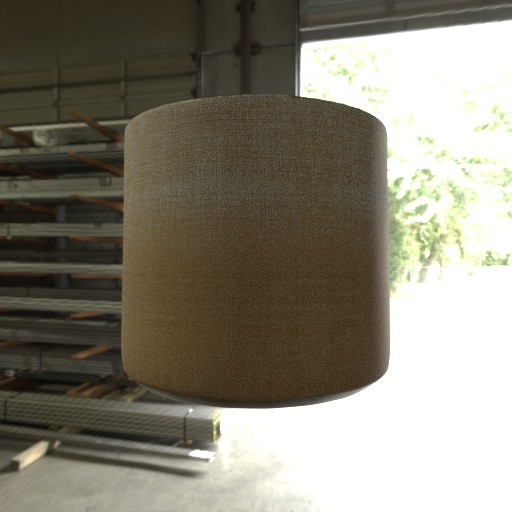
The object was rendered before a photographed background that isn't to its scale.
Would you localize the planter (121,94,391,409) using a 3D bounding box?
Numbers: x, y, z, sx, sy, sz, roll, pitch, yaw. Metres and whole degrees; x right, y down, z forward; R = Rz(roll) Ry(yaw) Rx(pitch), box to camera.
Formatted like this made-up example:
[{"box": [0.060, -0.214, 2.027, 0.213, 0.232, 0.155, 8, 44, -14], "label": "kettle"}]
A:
[{"box": [0.000, 0.000, 0.380, 0.221, 0.201, 0.221, 0, 0, 0], "label": "planter"}]
